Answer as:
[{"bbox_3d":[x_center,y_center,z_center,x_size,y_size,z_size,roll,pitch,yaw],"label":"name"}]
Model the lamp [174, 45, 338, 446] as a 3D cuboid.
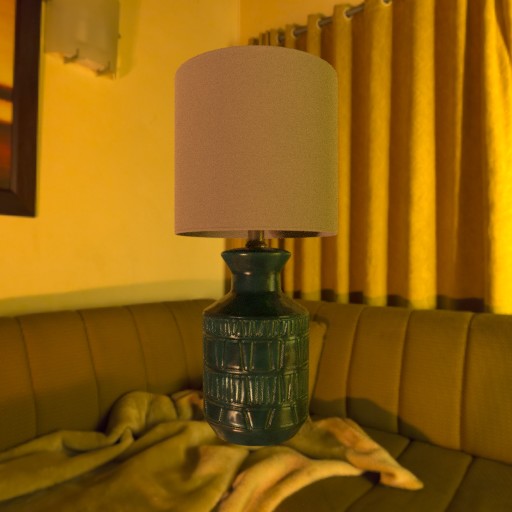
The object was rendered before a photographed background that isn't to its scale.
[{"bbox_3d":[0.000,0.000,0.583,0.211,0.455,0.211,0,0,17],"label":"lamp"}]
